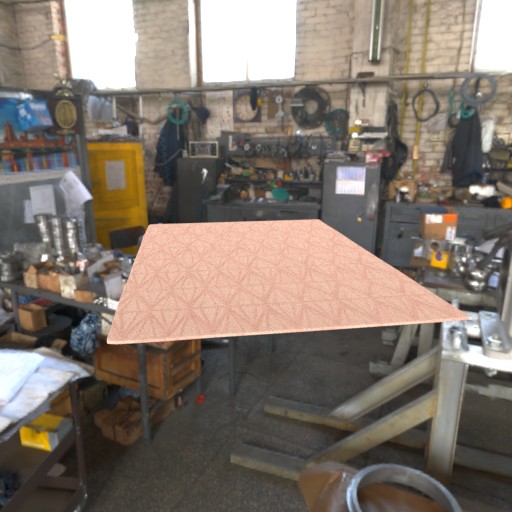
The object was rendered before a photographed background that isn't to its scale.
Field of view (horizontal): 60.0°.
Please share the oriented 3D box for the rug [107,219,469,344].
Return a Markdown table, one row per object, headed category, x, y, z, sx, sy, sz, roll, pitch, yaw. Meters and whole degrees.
| category | x | y | z | sx | sy | sz | roll | pitch | yaw |
| --- | --- | --- | --- | --- | --- | --- | --- | --- | --- |
| rug | 0.000 | 0.000 | 3.013 | 1.609 | 0.015 | 2.390 | -2 | 16 | -9 |
